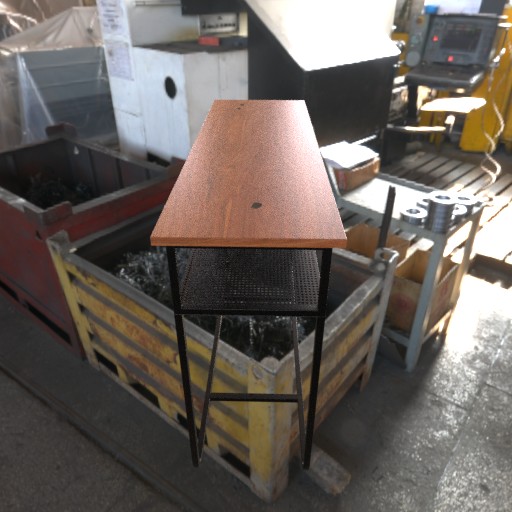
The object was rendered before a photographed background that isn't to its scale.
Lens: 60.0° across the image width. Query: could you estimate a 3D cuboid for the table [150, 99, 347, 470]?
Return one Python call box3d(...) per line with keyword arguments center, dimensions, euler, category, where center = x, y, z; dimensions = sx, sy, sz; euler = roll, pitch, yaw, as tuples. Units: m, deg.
box3d(center=(0.000, 0.000, 1.451), dimensions=(0.350, 0.750, 1.100), euler=(1, 32, 1), category="table")
